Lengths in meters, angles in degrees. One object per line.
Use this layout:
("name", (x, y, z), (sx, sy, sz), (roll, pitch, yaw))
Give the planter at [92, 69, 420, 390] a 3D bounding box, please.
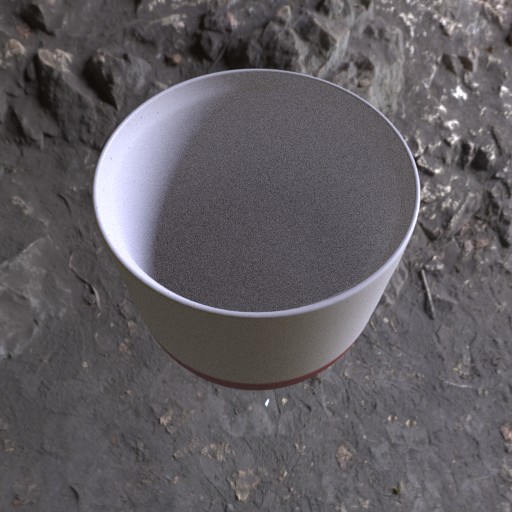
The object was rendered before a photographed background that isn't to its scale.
("planter", (0.000, 0.000, 0.478), (0.268, 0.270, 0.268), (0, 58, 0))
